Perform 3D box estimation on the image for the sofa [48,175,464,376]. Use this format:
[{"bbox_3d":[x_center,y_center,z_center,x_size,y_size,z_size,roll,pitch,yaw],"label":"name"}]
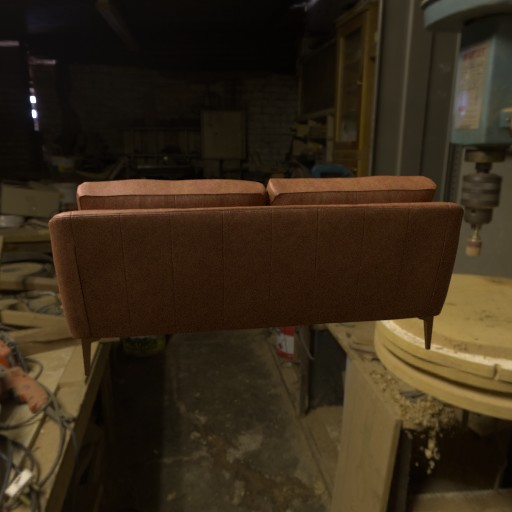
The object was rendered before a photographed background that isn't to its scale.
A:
[{"bbox_3d":[0.000,0.000,2.547,2.036,0.945,0.981,-2,15,-8],"label":"sofa"}]
